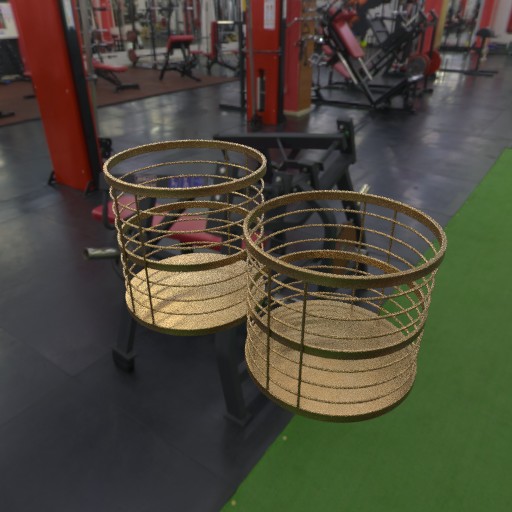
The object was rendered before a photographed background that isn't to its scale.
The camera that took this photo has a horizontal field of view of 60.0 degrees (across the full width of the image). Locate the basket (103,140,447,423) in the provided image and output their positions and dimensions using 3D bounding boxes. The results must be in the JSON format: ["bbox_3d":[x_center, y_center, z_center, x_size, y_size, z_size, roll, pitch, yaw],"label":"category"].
[{"bbox_3d":[0.000,0.000,0.964,0.746,0.351,0.356,21,35,32],"label":"basket"}]
